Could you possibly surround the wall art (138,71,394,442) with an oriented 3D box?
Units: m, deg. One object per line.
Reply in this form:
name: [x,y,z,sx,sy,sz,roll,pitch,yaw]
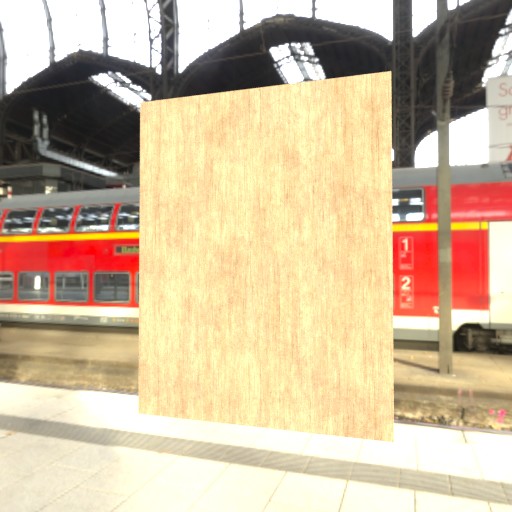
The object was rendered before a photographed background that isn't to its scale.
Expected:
wall art: [0.000,0.000,0.906,0.534,0.686,0.018,0,-1,17]
